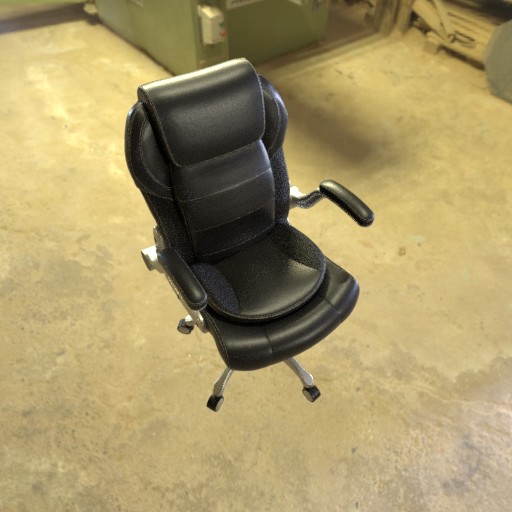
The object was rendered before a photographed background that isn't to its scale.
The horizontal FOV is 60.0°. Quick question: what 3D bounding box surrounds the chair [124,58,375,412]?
[{"bbox_3d":[0.000,0.000,1.649,0.724,1.141,0.801,-25,52,-21],"label":"chair"}]
